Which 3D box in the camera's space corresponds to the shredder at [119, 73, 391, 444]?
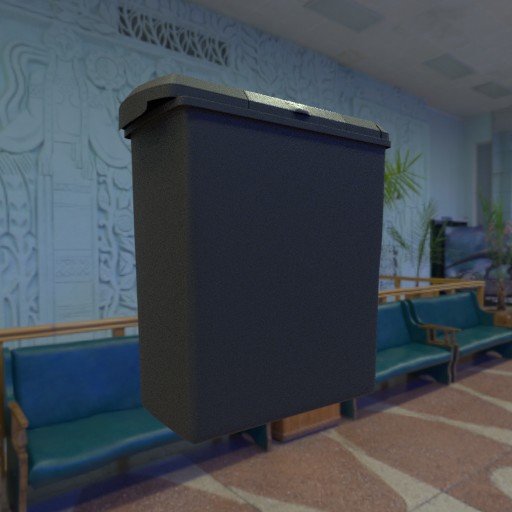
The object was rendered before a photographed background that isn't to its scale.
[{"bbox_3d":[0.000,0.000,0.524,0.320,0.335,0.170,-1,1,-36],"label":"shredder"}]
